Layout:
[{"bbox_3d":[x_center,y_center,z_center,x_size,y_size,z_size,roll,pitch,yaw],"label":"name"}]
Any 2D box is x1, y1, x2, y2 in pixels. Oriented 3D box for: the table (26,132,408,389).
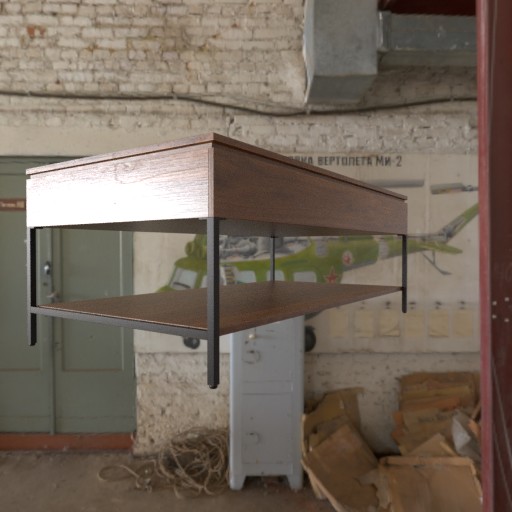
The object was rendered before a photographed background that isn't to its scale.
[{"bbox_3d":[0.000,0.000,1.308,0.574,0.414,1.057,1,1,35],"label":"table"}]
